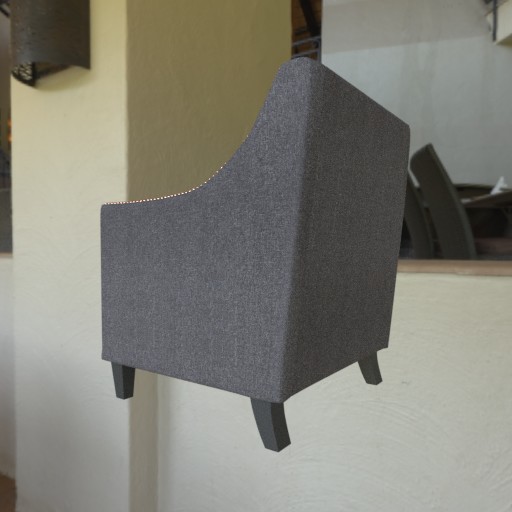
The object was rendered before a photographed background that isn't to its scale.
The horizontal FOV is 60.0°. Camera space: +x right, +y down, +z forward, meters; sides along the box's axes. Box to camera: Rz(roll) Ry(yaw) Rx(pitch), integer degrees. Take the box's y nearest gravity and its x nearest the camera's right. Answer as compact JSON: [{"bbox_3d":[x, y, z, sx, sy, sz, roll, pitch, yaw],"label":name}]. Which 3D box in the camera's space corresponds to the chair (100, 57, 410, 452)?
[{"bbox_3d":[0.000,0.000,1.591,0.884,0.967,0.776,1,1,36],"label":"chair"}]
